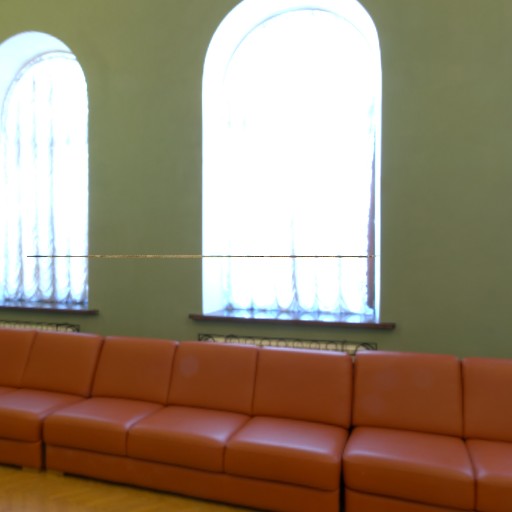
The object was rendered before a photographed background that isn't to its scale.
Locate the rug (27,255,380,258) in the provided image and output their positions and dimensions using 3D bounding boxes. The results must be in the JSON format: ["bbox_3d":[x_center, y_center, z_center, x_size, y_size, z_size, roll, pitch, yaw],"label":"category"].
[{"bbox_3d":[0.000,0.000,2.332,1.216,0.006,1.828,0,0,17],"label":"rug"}]
